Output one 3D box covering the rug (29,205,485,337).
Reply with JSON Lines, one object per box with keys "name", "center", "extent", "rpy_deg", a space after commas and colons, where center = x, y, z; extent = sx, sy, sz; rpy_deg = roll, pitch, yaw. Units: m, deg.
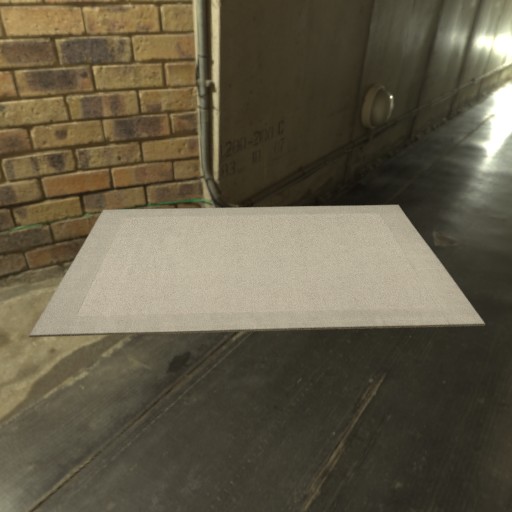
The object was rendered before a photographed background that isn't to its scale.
{"name": "rug", "center": [0.000, 0.000, 3.008], "extent": [2.438, 0.014, 1.524], "rpy_deg": [-1, 32, -2]}
